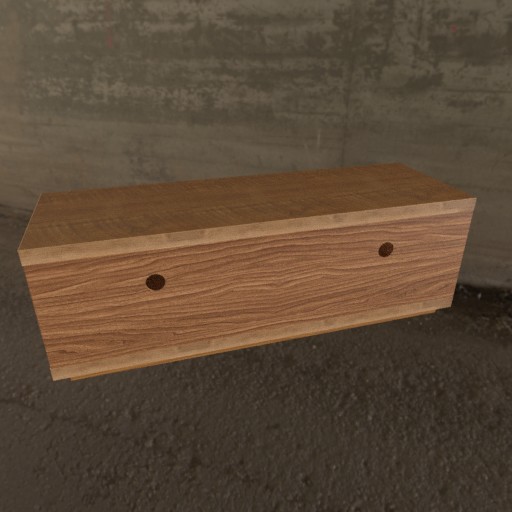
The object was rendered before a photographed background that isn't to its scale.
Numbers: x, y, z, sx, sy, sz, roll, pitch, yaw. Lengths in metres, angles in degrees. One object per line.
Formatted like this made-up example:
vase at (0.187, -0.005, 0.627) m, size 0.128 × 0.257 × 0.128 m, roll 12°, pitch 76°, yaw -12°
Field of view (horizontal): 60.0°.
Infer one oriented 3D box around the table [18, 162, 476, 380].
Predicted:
table at (0.000, 0.000, 1.716) m, size 1.499 × 0.491 × 0.499 m, roll -8°, pitch 28°, yaw -15°
